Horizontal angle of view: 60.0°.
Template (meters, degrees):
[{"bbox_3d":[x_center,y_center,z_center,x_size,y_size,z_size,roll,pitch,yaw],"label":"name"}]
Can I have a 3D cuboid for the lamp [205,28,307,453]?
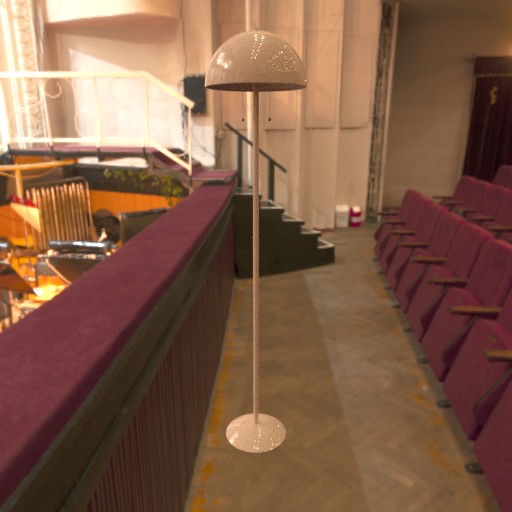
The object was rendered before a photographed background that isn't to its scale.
[{"bbox_3d":[0.000,0.000,1.589,0.328,1.480,0.328,2,16,7],"label":"lamp"}]
